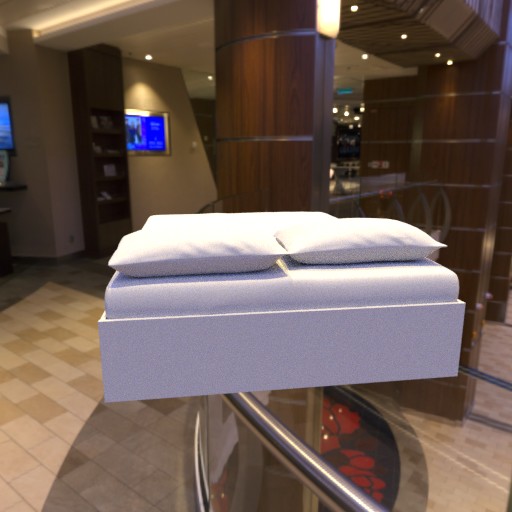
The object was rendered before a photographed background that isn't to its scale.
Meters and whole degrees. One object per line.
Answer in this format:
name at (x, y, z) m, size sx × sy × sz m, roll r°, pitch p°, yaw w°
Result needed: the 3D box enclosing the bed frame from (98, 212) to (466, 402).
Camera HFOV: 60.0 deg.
bed frame at (0.000, 0.000, 2.619) m, size 1.450 × 0.629 × 1.950 m, roll -2°, pitch 13°, yaw -8°
